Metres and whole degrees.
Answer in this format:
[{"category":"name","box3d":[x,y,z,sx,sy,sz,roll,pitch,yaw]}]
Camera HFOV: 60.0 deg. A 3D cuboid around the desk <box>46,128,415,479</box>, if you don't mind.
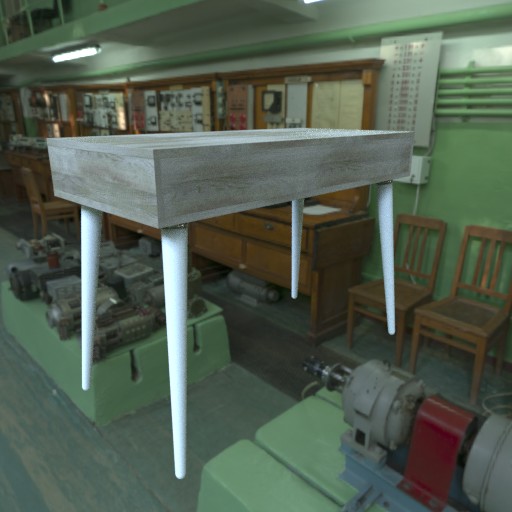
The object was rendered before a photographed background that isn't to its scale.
[{"category":"desk","box3d":[0.000,0.000,1.366,0.491,0.723,0.979,17,25,42]}]
